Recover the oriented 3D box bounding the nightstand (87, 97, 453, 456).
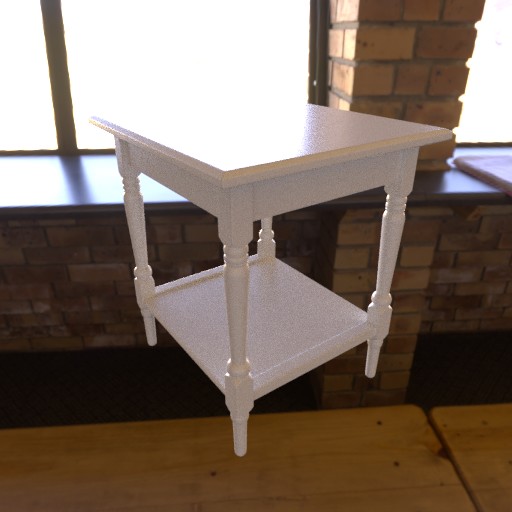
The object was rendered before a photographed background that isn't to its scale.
[{"bbox_3d":[0.000,0.000,0.936,0.459,0.555,0.505,-18,32,-31],"label":"nightstand"}]
